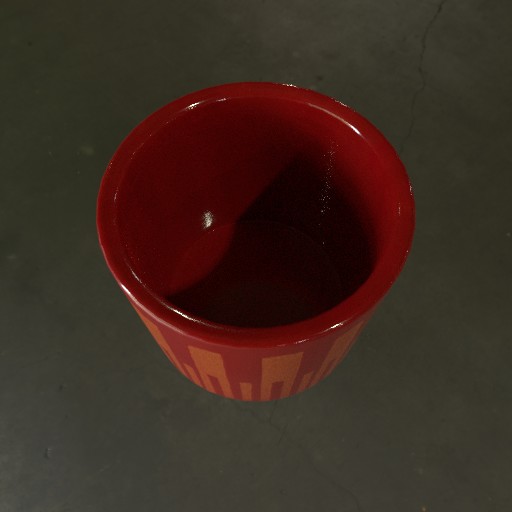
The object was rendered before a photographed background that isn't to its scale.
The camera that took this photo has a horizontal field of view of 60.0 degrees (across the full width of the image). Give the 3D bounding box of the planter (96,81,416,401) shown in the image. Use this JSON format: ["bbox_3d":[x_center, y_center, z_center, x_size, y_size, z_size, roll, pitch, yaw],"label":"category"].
[{"bbox_3d":[0.000,0.000,0.408,0.230,0.202,0.230,0,63,0],"label":"planter"}]
